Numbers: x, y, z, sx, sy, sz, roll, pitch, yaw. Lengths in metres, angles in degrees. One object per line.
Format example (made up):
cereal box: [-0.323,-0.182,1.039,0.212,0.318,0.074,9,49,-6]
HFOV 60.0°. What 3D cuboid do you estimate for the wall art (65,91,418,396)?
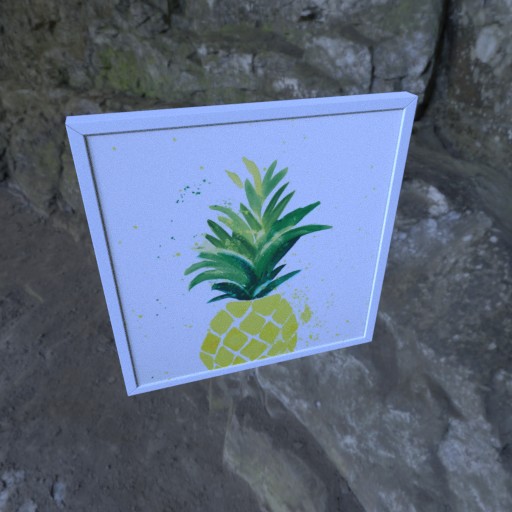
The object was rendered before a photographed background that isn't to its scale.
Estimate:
wall art: [0.000,0.000,0.463,0.307,0.307,0.020,-9,34,-14]
